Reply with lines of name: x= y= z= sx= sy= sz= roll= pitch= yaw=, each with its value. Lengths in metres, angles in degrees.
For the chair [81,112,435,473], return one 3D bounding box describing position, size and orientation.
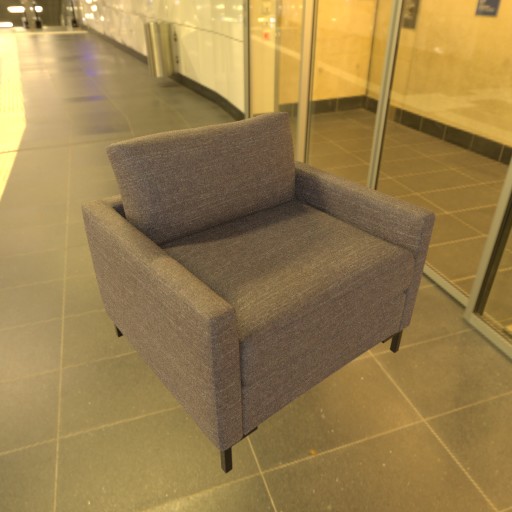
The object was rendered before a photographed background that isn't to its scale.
chair: x=0.000 y=0.000 z=1.605 sx=0.940 sy=0.841 sz=0.845 roll=-22 pitch=38 yaw=-32
